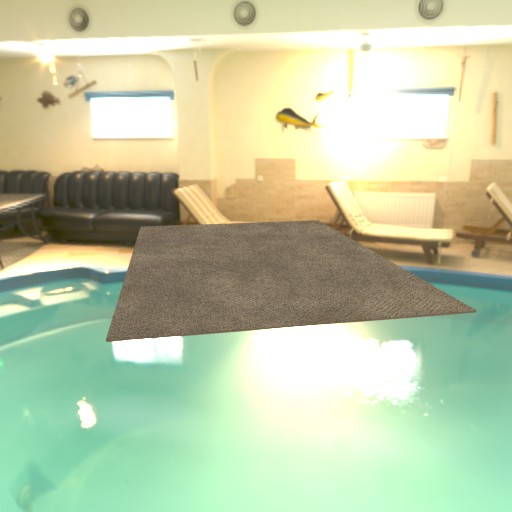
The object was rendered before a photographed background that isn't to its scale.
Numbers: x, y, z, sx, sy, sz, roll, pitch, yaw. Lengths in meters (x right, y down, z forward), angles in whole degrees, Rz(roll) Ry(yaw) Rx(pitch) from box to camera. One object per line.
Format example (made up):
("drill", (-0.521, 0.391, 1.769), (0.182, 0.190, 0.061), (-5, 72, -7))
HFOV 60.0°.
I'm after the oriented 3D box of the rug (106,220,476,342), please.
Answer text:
("rug", (0.000, 0.000, 2.905), (1.600, 0.008, 2.235), (-3, 16, -10))
